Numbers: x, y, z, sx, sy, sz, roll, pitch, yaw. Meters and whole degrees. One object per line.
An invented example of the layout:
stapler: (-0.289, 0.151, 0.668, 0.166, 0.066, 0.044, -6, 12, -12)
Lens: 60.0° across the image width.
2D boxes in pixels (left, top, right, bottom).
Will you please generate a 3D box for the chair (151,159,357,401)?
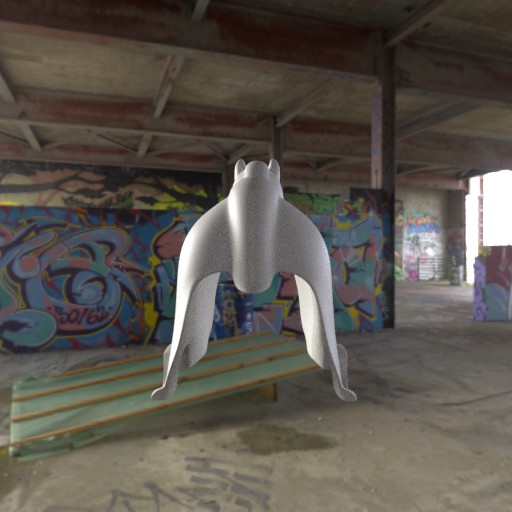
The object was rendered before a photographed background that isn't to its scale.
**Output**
chair: (0.000, 0.000, 1.142, 0.429, 0.612, 0.800, 0, 0, 1)
